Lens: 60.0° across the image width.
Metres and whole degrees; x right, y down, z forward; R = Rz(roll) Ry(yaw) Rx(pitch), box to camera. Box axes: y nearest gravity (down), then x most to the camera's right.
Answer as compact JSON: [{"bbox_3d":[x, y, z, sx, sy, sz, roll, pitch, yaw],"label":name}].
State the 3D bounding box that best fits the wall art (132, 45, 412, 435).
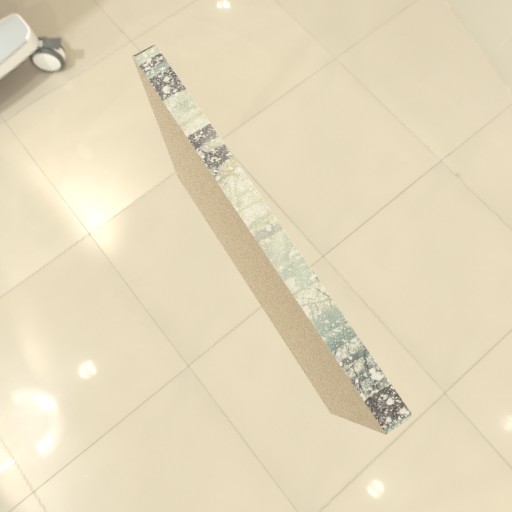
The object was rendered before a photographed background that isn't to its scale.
[{"bbox_3d":[0.000,0.000,0.774,0.042,0.398,0.618,-31,76,-9],"label":"wall art"}]
